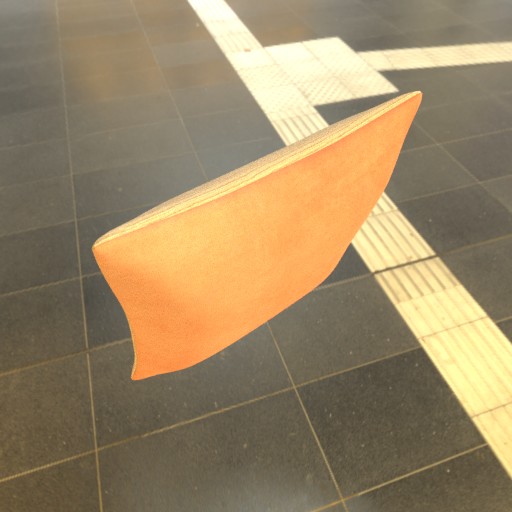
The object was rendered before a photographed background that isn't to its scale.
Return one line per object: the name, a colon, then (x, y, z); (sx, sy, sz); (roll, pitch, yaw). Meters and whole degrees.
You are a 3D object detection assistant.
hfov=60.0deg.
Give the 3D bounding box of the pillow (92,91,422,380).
pillow: (0.000, 0.000, 0.623); (0.424, 0.401, 0.177); (-30, 54, -25)
